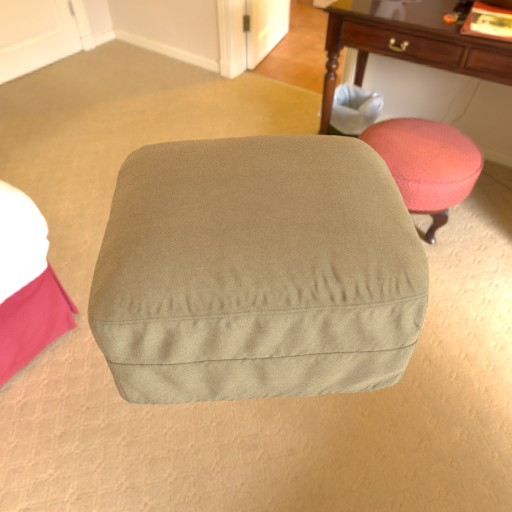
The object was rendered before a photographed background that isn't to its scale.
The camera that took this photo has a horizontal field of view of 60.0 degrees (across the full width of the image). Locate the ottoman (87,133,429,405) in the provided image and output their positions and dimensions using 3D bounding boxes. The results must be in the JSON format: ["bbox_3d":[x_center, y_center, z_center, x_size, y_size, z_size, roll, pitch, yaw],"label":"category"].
[{"bbox_3d":[0.000,0.000,1.108,0.712,0.480,0.584,-2,46,-2],"label":"ottoman"}]
